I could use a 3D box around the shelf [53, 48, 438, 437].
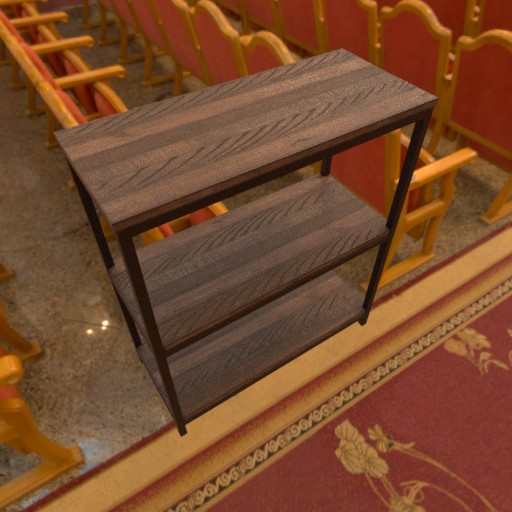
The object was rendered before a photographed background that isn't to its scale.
[{"bbox_3d":[0.000,0.000,1.361,0.822,0.947,0.352,-25,52,-22],"label":"shelf"}]
